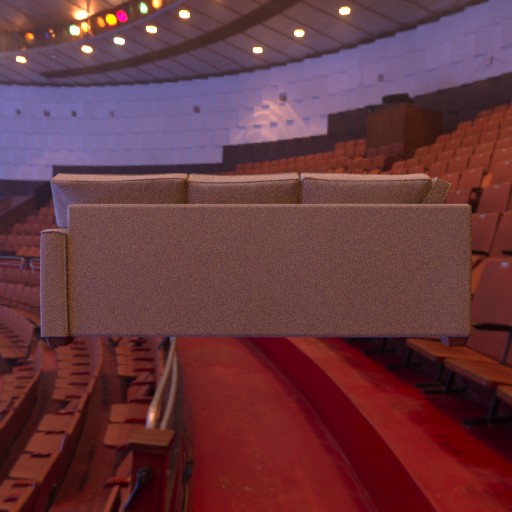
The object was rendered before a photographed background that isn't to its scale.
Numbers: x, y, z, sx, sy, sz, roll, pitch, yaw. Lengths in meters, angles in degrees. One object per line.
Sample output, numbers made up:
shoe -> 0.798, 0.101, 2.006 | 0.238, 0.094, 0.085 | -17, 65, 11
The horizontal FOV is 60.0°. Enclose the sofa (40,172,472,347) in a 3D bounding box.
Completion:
sofa -> 0.000, 0.000, 2.873 | 2.317, 0.962, 1.061 | 0, 1, 0
